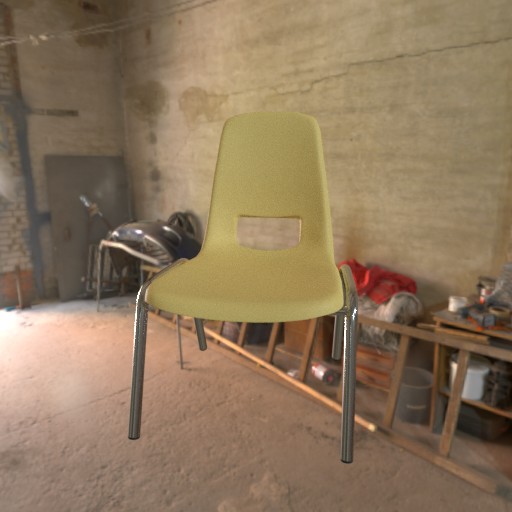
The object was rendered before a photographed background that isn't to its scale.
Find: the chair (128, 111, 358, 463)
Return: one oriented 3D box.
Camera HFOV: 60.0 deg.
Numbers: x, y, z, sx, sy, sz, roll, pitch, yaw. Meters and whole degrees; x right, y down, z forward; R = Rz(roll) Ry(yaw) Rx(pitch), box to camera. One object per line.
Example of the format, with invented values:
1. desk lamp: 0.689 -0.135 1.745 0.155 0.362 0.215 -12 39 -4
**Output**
1. chair: 0.000 0.000 0.804 0.354 0.536 0.385 2 13 9
